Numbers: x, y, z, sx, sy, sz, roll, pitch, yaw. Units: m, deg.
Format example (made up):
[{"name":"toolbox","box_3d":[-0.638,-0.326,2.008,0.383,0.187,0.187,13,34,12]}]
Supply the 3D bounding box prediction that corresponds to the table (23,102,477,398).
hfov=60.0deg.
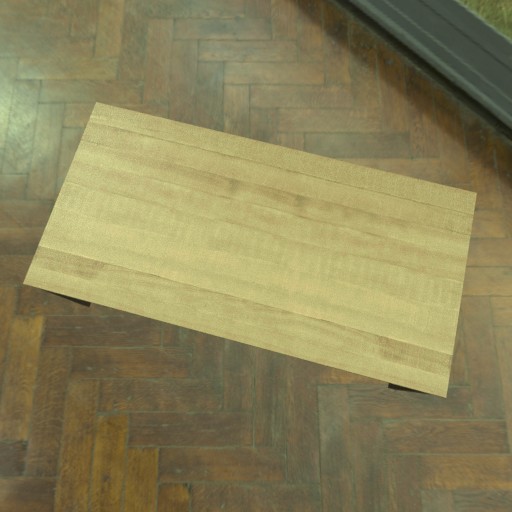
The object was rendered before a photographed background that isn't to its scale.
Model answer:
[{"name":"table","box_3d":[0.000,0.000,1.368,1.100,0.399,0.551,14,76,4]}]
